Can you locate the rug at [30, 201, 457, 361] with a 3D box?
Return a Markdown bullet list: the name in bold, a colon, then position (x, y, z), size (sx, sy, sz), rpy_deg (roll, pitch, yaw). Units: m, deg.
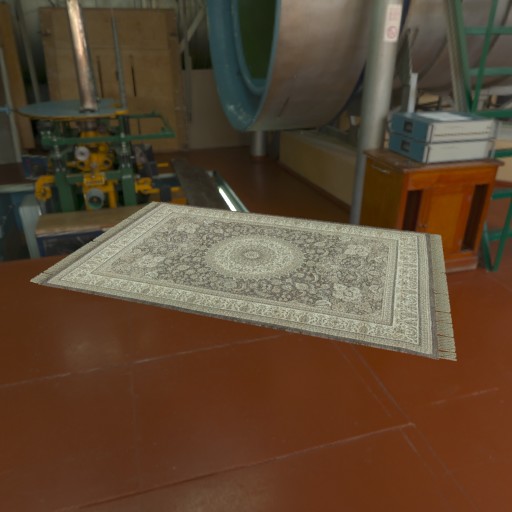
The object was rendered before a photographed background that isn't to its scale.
- **rug**: position (0.000, 0.000, 4.247), size (3.422, 0.015, 2.143), rpy_deg (8, 28, 16)
